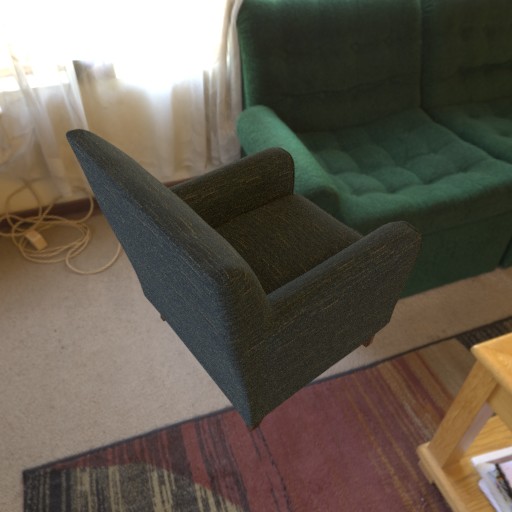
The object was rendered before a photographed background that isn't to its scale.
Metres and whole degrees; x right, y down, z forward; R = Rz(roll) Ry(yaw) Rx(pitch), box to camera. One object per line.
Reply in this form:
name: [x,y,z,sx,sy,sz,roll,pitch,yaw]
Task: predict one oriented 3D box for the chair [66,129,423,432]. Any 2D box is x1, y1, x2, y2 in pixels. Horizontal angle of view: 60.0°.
chair: [0.000,0.000,1.643,0.873,0.928,0.864,-27,48,-27]
